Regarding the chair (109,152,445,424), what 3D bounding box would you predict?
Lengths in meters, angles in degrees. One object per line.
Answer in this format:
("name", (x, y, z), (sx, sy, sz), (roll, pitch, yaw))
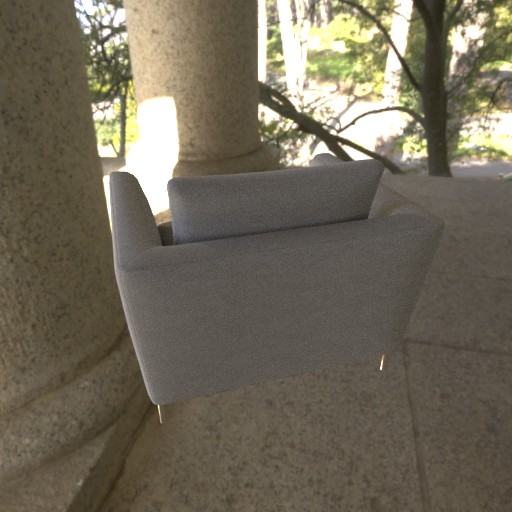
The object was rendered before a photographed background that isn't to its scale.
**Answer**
("chair", (0.000, 0.000, 1.757), (1.041, 0.864, 0.889), (-9, 29, -15))
